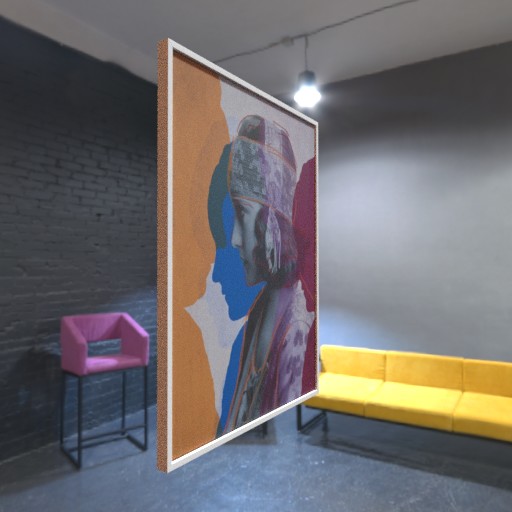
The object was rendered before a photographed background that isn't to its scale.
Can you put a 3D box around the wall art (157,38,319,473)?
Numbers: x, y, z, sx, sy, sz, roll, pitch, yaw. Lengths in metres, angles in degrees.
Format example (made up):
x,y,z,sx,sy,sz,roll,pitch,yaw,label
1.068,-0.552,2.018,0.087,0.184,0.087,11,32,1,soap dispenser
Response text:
x,y,z,sx,sy,sz,roll,pitch,yaw,label
0.000,0.000,1.404,0.039,1.050,0.795,-1,-1,35,wall art
